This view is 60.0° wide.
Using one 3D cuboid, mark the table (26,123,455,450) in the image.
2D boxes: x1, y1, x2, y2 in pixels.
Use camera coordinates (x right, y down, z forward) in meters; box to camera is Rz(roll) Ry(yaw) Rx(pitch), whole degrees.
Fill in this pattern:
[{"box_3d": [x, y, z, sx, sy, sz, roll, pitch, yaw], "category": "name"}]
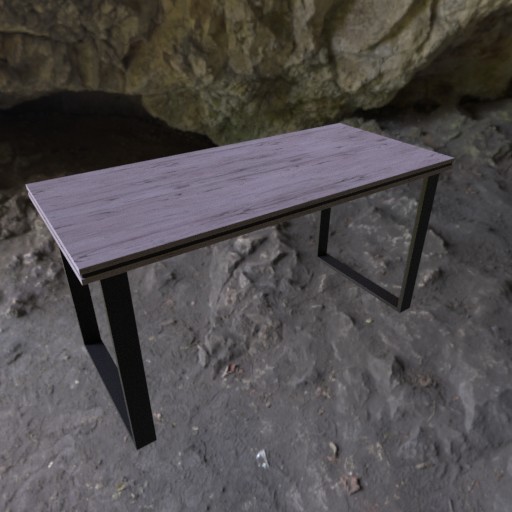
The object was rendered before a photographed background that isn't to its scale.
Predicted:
[{"box_3d": [0.000, 0.000, 2.222, 1.778, 0.899, 0.795, -19, 36, -29], "category": "table"}]
